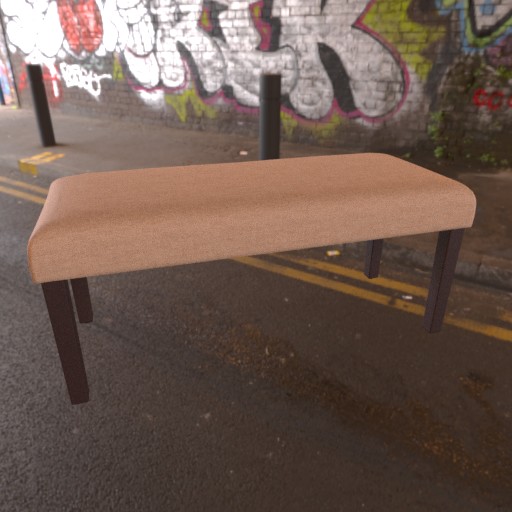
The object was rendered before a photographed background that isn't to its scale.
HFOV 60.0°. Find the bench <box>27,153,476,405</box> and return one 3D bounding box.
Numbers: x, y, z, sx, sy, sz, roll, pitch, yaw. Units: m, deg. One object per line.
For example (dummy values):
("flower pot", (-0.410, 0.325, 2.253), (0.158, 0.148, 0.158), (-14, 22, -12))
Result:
("bench", (0.000, 0.000, 1.196), (1.013, 0.456, 0.407), (-7, 27, -15))
